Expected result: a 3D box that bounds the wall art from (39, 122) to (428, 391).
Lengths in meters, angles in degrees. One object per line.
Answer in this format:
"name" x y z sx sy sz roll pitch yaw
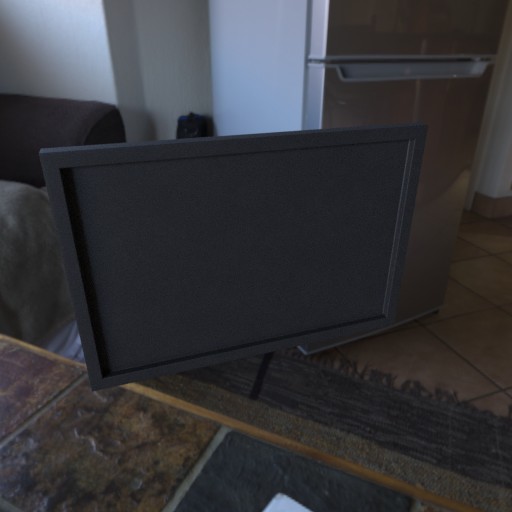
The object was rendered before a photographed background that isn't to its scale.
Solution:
"wall art" 0.000 0.000 0.562 0.443 0.301 0.021 -9 28 -17
